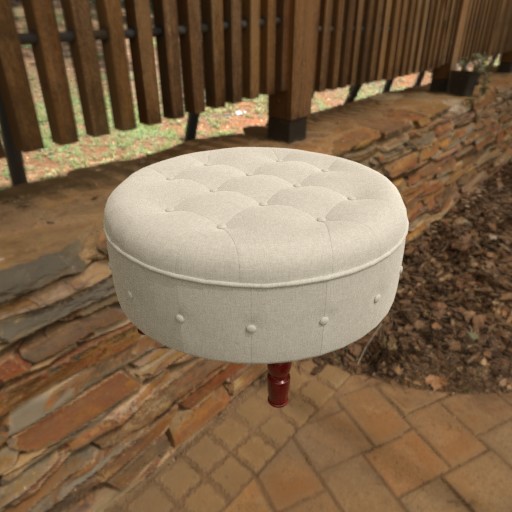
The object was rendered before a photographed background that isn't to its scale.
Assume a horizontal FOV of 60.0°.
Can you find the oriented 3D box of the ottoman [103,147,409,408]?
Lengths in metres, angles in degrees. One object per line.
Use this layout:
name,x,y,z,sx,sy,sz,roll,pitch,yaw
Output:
ottoman,0.000,0.000,1.366,0.850,0.483,0.850,0,29,0
